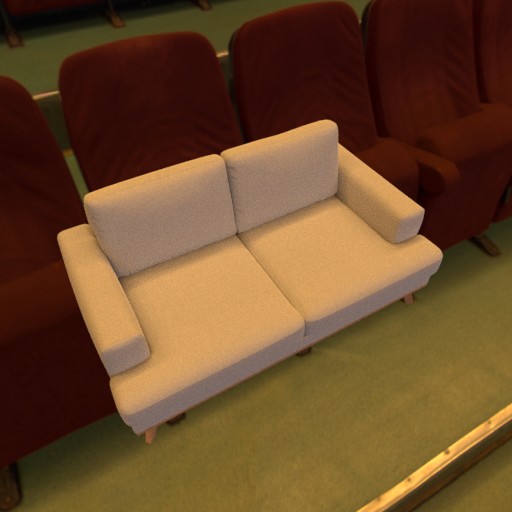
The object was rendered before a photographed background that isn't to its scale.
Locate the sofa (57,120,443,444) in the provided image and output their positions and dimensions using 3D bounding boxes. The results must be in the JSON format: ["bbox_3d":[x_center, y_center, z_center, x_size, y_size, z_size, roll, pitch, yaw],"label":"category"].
[{"bbox_3d":[0.000,0.000,2.149,1.651,0.810,0.915,-23,50,-20],"label":"sofa"}]
